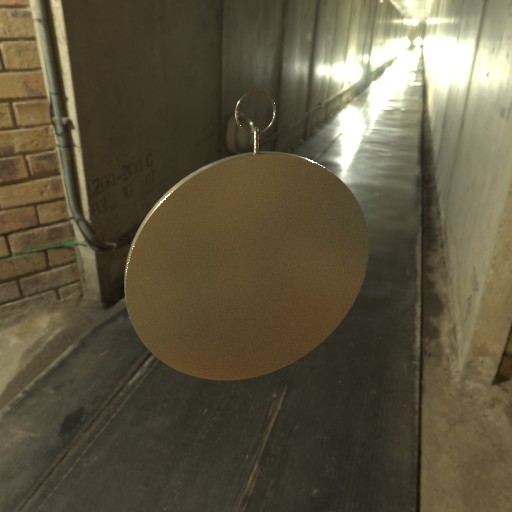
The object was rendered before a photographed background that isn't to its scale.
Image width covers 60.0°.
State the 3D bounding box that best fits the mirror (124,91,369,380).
[{"bbox_3d":[0.000,0.000,1.014,0.594,0.713,0.020,-9,29,-17],"label":"mirror"}]
